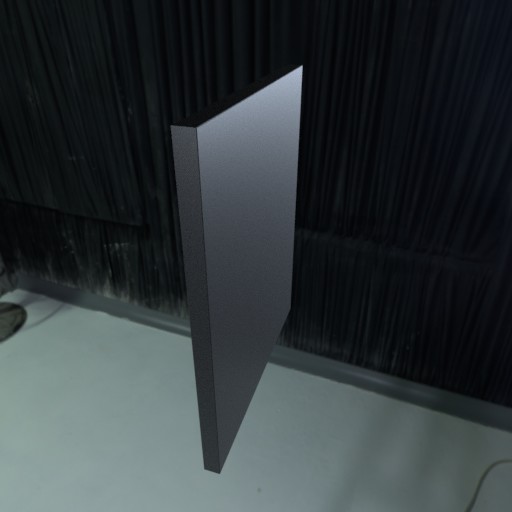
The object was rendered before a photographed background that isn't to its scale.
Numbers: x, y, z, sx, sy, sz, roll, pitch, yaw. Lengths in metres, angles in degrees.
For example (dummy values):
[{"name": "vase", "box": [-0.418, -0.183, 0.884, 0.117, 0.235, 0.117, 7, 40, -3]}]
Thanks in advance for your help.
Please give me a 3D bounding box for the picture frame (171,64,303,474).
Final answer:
[{"name": "picture frame", "box": [0.000, 0.000, 0.767, 0.028, 0.556, 0.460, 9, 32, 16]}]
